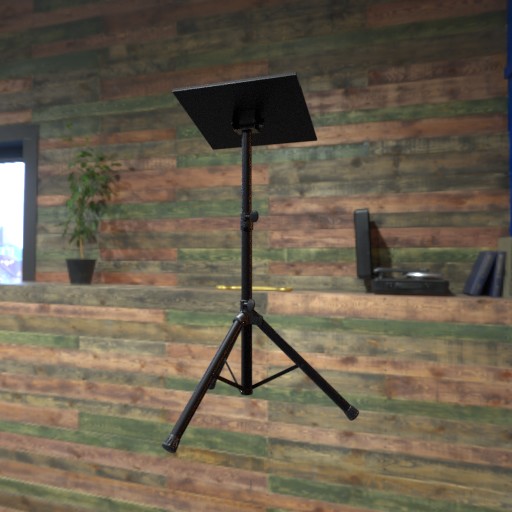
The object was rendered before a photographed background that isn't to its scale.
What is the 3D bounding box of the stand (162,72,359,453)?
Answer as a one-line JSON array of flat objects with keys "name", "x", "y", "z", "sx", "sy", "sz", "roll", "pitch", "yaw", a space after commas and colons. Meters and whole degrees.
[{"name": "stand", "x": 0.000, "y": 0.000, "z": 1.603, "sx": 0.702, "sy": 1.198, "sz": 0.702, "roll": 0, "pitch": -1, "yaw": 19}]
